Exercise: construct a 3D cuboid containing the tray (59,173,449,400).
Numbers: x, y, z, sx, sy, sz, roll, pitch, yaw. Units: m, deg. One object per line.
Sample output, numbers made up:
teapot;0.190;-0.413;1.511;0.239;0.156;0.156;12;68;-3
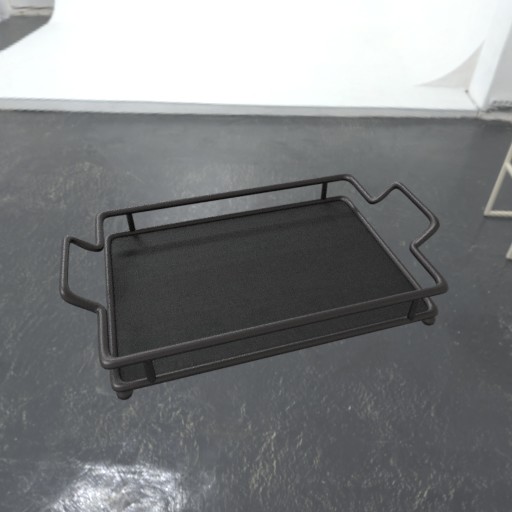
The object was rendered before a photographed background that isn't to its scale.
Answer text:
tray;0.000;0.000;0.620;0.495;0.101;0.297;-11;42;-12
